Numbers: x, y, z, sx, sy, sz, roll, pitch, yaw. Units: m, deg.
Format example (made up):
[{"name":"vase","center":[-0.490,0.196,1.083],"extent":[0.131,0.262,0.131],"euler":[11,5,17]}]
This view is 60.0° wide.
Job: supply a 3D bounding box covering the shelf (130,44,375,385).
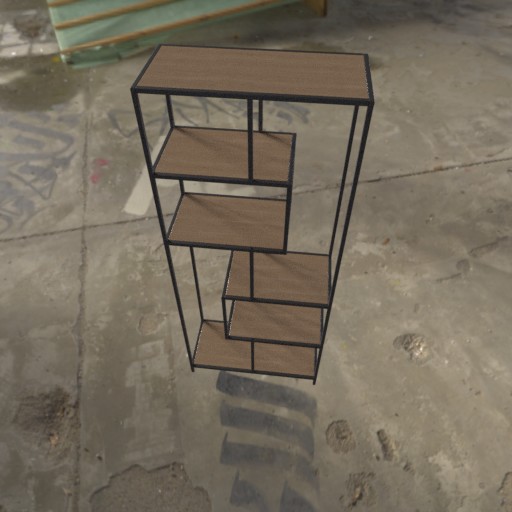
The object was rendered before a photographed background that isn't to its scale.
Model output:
[{"name":"shelf","center":[0.000,0.000,2.176],"extent":[0.770,1.850,0.350],"euler":[5,47,4]}]
